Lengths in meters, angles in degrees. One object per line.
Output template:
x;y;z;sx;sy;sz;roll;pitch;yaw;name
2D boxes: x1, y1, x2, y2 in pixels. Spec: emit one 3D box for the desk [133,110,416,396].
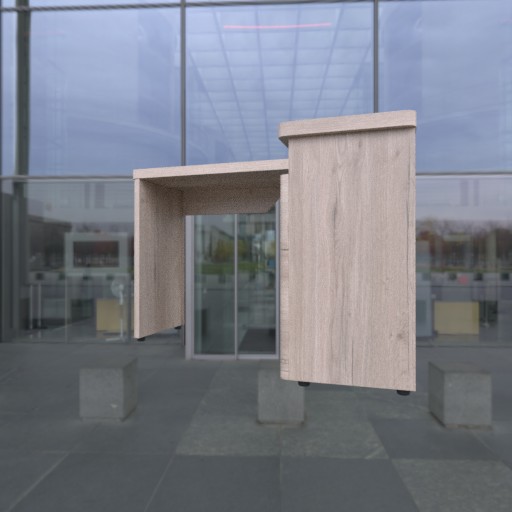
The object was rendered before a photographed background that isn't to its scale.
0.000;0.000;1.758;1.169;0.760;0.900;0;0;18;desk
